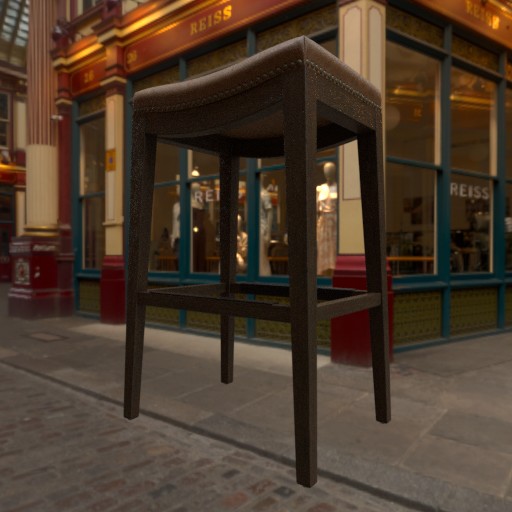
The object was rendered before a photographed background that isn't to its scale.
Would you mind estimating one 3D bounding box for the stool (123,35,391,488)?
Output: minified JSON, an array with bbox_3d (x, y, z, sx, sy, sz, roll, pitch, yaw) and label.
[{"bbox_3d":[0.000,0.000,1.011,0.500,0.759,0.361,1,1,38],"label":"stool"}]
